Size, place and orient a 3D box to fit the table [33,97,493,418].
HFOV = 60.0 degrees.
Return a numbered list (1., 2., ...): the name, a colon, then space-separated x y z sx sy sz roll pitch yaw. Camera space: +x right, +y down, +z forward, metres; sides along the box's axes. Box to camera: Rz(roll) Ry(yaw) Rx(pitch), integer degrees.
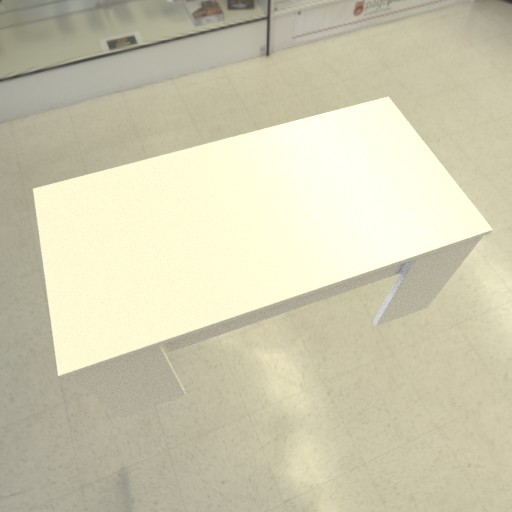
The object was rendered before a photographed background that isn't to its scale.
1. table: 0.000 0.000 1.257 1.000 0.440 0.500 -17 60 -10
